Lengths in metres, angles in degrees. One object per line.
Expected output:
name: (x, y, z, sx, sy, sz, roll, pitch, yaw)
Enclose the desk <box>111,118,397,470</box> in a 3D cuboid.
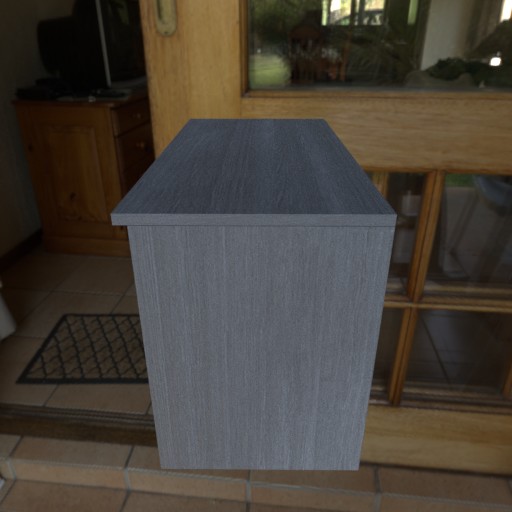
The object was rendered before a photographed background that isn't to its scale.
desk: (0.000, 0.000, 1.516, 0.557, 0.729, 1.099, 0, 26, 0)
